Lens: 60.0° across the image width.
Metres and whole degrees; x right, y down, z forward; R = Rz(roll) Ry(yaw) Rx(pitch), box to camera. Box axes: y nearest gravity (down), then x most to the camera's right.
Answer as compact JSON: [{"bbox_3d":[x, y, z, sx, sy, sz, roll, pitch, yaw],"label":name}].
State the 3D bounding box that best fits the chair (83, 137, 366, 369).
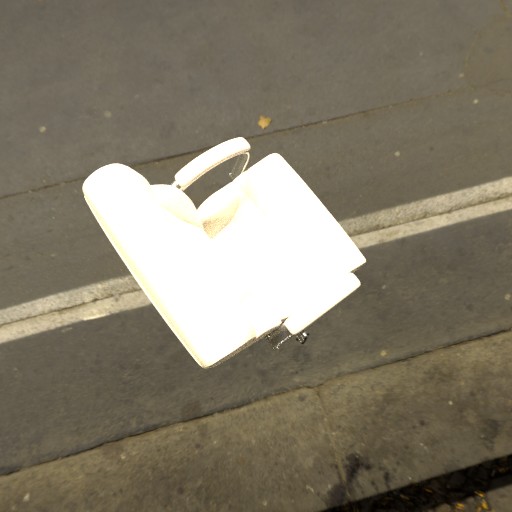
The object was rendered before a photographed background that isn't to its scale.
[{"bbox_3d":[0.000,0.000,1.596,0.745,1.099,0.727,-36,79,-8],"label":"chair"}]
